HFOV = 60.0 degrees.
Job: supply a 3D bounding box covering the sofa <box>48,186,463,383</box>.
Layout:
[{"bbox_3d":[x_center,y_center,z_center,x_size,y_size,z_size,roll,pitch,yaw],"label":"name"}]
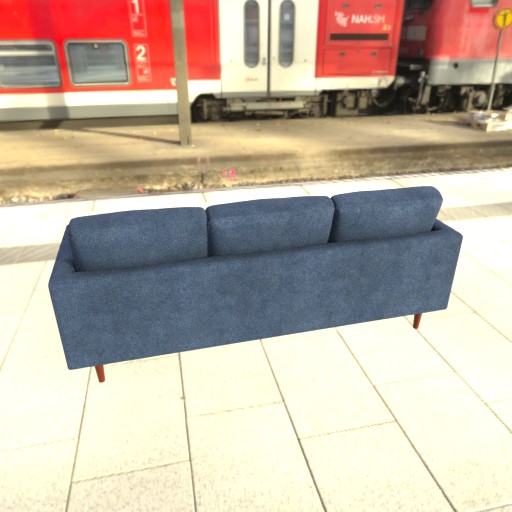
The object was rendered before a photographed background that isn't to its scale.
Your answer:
[{"bbox_3d":[0.000,0.000,2.751,2.246,0.930,0.903,-7,27,-13],"label":"sofa"}]
